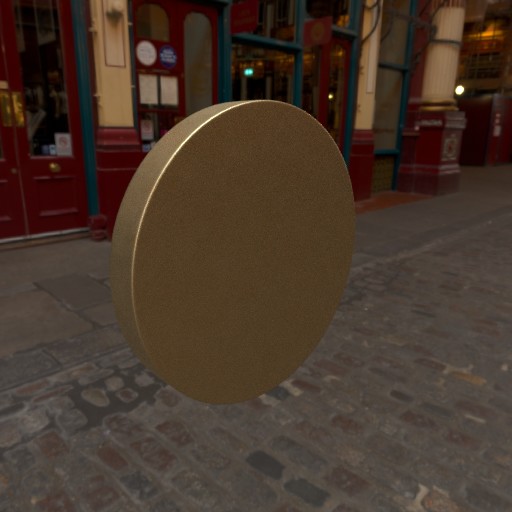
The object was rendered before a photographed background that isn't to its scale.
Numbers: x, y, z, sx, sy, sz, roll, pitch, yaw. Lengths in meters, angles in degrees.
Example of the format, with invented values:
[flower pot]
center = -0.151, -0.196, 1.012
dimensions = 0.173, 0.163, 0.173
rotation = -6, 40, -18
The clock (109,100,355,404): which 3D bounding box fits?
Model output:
[clock]
center = 0.000, 0.000, 0.474
dimensions = 0.314, 0.314, 0.040
rotation = -15, 22, -42
